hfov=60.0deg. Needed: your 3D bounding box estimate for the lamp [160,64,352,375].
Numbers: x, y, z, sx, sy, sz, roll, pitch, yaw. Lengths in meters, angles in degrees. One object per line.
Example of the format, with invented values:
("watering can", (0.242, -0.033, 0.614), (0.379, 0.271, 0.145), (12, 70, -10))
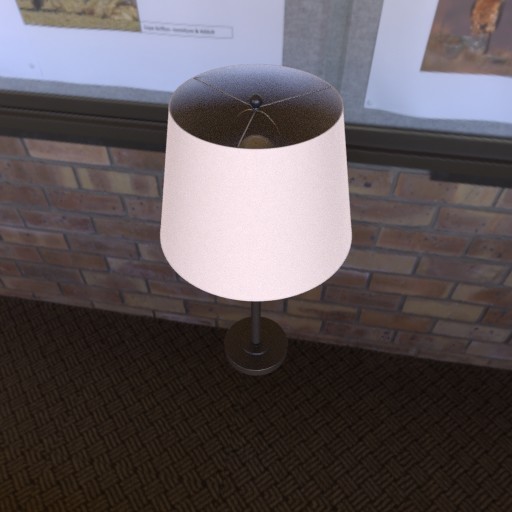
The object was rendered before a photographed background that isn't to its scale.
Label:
("lamp", (0.000, 0.000, 0.910), (0.363, 0.696, 0.363), (0, 47, 0))
